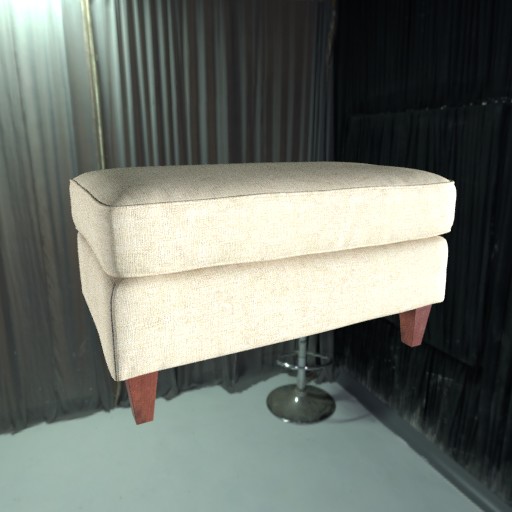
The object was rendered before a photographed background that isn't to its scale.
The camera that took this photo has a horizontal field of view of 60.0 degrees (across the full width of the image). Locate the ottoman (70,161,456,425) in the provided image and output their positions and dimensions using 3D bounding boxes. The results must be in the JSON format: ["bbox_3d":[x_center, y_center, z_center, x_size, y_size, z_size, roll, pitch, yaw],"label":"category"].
[{"bbox_3d":[0.000,0.000,1.193,0.862,0.484,0.583,-8,17,-26],"label":"ottoman"}]
